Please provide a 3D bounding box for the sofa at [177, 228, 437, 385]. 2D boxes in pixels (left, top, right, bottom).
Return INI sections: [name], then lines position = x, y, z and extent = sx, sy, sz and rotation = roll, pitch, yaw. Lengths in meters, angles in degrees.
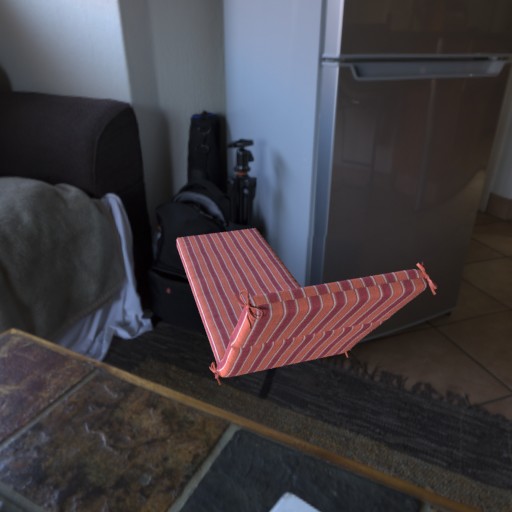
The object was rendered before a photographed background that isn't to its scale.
[sofa]
position = 0.000, 0.000, 1.967
extent = 0.582, 0.622, 1.663
rotation = -8, 28, -15
